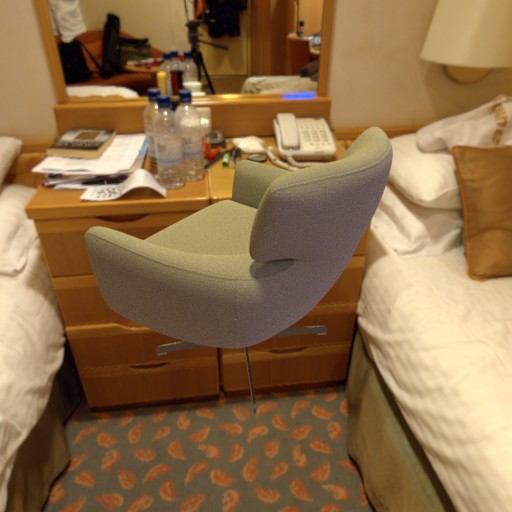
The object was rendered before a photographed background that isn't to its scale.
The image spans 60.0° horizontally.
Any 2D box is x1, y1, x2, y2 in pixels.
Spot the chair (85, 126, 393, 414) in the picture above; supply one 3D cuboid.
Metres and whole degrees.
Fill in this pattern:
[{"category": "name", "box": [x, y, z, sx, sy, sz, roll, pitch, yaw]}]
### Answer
[{"category": "chair", "box": [0.000, 0.000, 1.413, 0.730, 0.810, 0.760, 21, 37, 30]}]
